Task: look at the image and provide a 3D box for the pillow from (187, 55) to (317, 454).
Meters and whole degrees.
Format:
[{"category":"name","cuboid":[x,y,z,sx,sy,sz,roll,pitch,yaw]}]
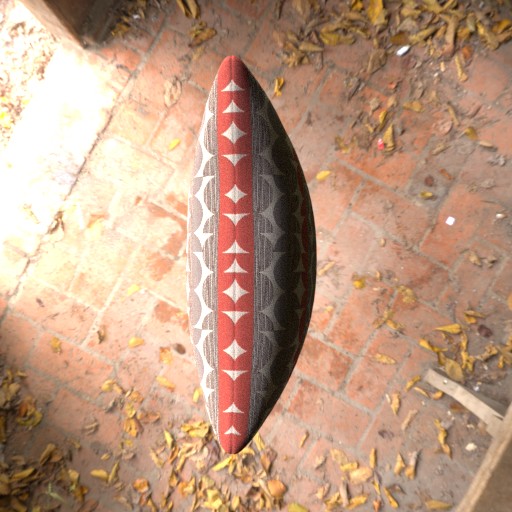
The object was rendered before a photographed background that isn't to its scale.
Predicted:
[{"category":"pillow","cuboid":[0.000,0.000,0.654,0.180,0.410,0.420,0,91,-1]}]
